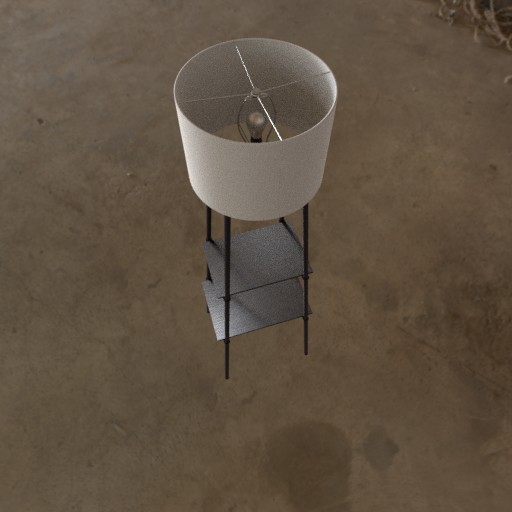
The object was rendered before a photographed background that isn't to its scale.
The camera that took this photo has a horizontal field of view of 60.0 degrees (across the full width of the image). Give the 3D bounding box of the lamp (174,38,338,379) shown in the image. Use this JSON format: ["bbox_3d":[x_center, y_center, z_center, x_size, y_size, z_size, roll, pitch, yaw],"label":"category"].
[{"bbox_3d":[0.000,0.000,1.641,0.427,1.474,0.384,-15,59,-9],"label":"lamp"}]
